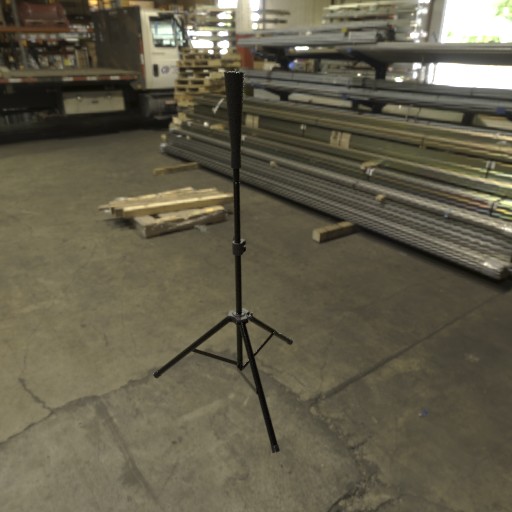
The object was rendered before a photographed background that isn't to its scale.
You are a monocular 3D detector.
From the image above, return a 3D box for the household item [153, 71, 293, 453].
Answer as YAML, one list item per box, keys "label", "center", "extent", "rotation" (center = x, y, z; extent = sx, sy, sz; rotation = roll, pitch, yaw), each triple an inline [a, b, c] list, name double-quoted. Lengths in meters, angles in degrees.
- label: "household item"
  center: [0.000, 0.000, 1.390]
  extent: [0.559, 1.067, 0.559]
  rotation: [-18, 31, -33]
